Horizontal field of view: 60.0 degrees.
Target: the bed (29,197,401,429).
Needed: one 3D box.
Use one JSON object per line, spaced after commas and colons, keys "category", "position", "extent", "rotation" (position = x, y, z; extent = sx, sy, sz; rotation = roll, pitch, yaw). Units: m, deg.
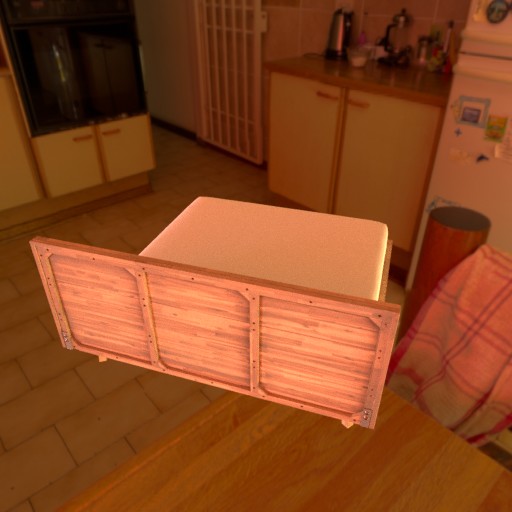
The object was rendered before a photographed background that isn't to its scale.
{"category": "bed", "position": [0.000, 0.000, 3.499], "extent": [2.116, 1.100, 2.167], "rotation": [10, 34, 15]}
